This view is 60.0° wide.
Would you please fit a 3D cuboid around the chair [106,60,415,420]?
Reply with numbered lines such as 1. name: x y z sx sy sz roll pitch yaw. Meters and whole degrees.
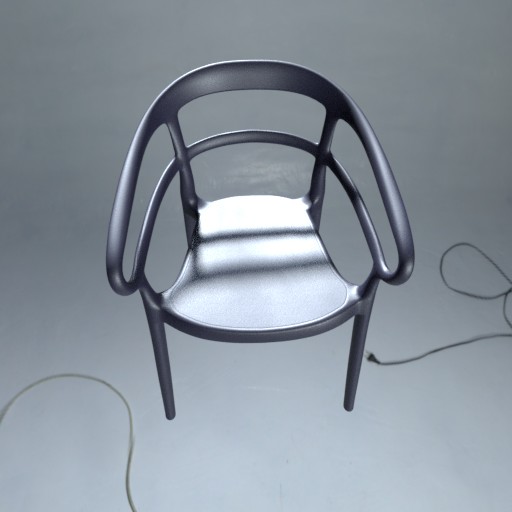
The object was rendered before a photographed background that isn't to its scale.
1. chair: 0.000 0.000 1.116 0.559 0.761 0.527 -2 47 -2
